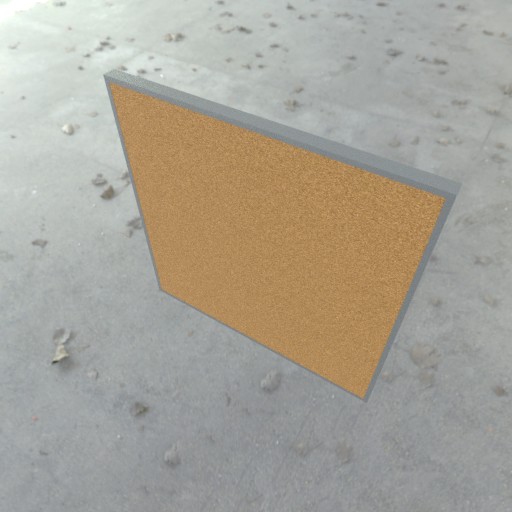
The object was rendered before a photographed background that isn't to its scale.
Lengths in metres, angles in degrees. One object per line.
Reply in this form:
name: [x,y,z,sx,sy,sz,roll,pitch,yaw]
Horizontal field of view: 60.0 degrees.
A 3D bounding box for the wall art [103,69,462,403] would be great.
wall art: [0.000,0.000,1.187,0.809,0.807,0.038,25,52,21]
